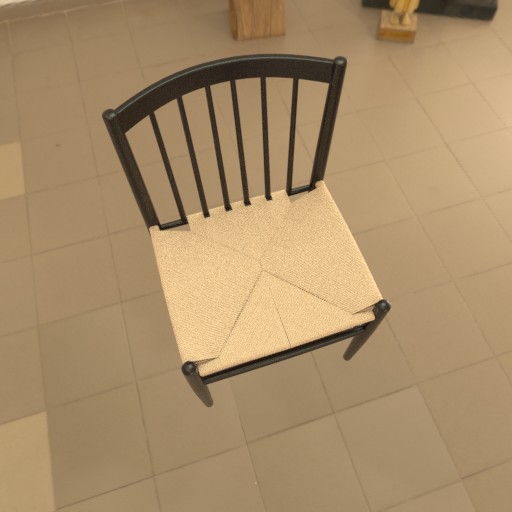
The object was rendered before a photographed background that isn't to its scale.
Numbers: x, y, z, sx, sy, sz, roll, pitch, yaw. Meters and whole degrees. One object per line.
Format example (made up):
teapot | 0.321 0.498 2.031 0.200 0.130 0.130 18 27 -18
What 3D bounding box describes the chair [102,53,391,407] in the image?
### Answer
chair | 0.000 0.000 1.134 0.495 0.818 0.516 -16 64 -8
